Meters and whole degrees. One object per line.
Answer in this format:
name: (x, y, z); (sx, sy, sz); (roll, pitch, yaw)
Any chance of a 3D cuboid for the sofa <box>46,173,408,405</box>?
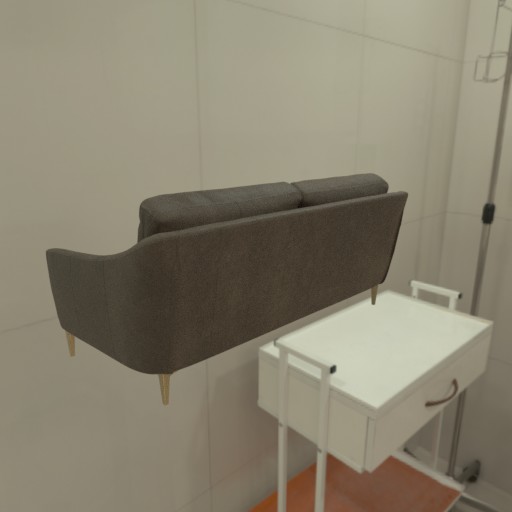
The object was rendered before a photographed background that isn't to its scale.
sofa: (0.000, 0.000, 2.596); (2.036, 0.902, 0.960); (-14, 21, -42)
